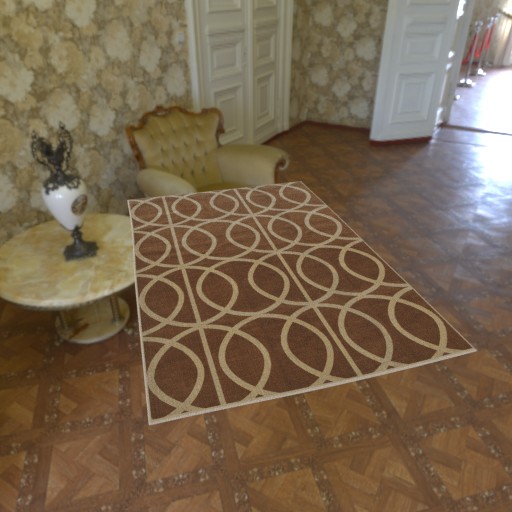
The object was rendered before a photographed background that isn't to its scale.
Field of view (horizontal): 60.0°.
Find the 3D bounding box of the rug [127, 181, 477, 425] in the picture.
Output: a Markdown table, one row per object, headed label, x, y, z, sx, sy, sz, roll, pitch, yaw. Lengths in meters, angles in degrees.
| label | x | y | z | sx | sy | sz | roll | pitch | yaw |
| --- | --- | --- | --- | --- | --- | --- | --- | --- | --- |
| rug | 0.000 | 0.000 | 2.851 | 1.528 | 0.014 | 2.294 | -8 | 32 | -14 |
